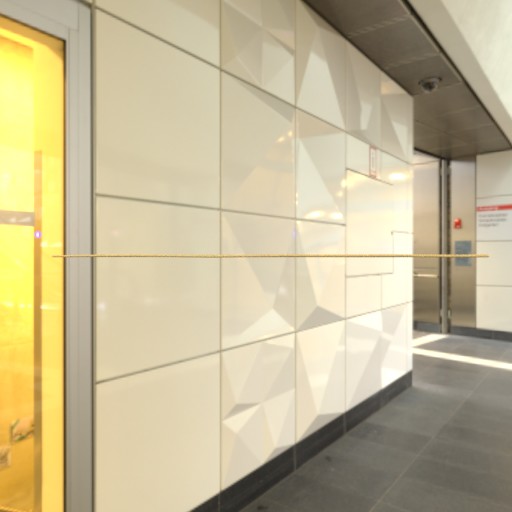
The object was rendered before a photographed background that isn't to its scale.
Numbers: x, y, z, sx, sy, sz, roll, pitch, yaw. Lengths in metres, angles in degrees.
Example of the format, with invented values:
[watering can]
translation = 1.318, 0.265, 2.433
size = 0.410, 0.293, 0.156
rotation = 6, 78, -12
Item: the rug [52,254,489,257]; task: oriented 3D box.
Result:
[rug]
translation = 0.000, 0.000, 2.421
size = 2.182, 0.015, 0.645
rotation = 0, 0, 17
